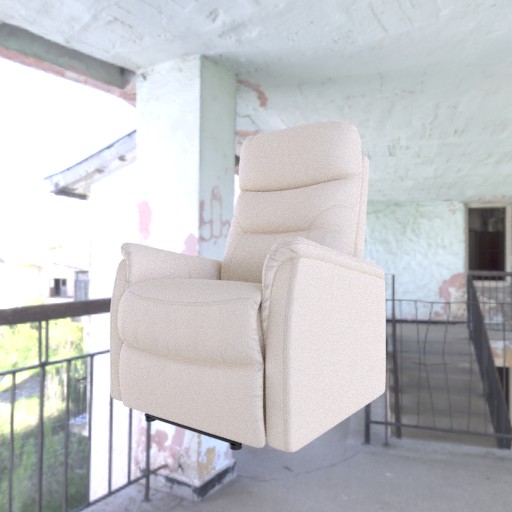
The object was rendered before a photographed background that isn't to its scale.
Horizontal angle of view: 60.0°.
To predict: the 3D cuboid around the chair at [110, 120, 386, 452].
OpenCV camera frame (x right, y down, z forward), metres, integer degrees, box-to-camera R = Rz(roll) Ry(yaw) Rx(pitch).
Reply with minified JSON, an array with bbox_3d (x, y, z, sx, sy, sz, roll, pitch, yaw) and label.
[{"bbox_3d":[0.000,0.000,1.636,0.775,1.082,0.831,0,-1,37],"label":"chair"}]
